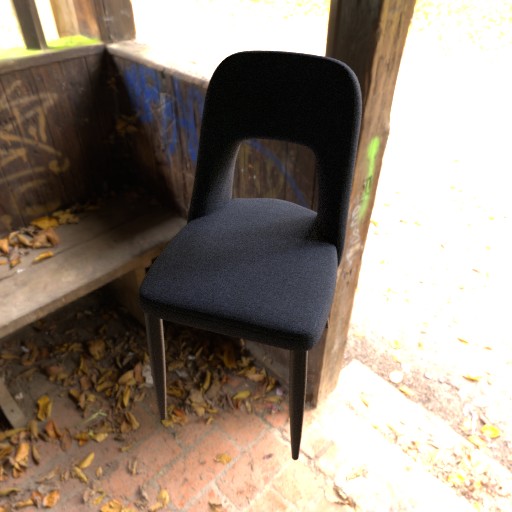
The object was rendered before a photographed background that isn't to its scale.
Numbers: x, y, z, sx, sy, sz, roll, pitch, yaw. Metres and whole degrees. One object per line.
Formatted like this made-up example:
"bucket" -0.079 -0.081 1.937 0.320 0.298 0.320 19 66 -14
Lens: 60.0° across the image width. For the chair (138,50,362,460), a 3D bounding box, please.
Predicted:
"chair" 0.000 0.000 1.235 0.470 0.931 0.612 11 41 13
